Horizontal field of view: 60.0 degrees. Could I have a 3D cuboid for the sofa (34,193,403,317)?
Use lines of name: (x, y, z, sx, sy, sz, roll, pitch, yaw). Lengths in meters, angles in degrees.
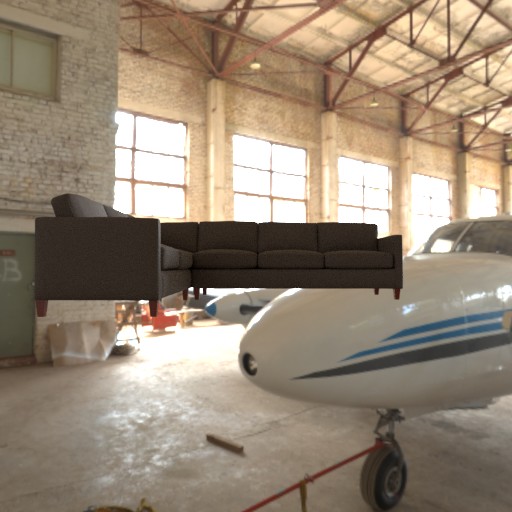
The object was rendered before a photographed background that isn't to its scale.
sofa: (0.000, 0.000, 4.509, 3.302, 0.947, 2.593, 0, -1, -1)
